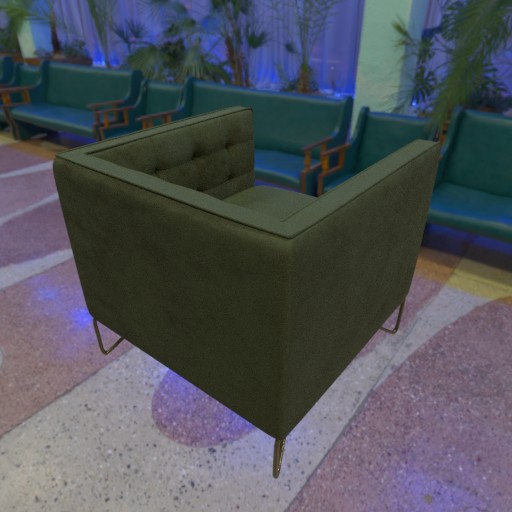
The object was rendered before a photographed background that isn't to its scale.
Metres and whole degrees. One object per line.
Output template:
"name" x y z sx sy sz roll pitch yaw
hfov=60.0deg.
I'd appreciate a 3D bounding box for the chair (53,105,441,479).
"chair" 0.000 0.000 1.557 0.880 0.790 0.894 22 37 32
